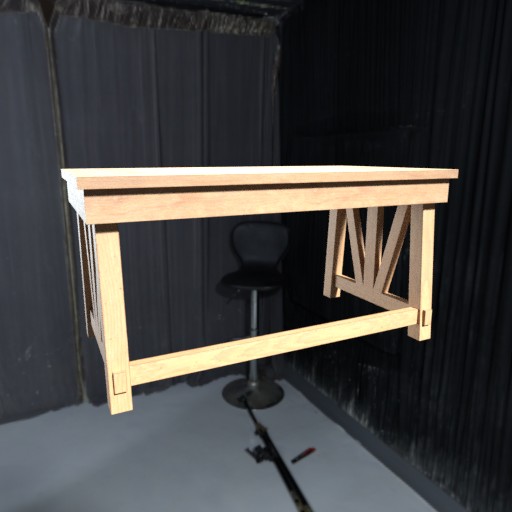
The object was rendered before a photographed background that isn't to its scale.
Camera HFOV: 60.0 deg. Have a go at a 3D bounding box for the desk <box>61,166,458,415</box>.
[{"bbox_3d":[0.000,0.000,1.984,1.499,0.762,0.813,-6,14,-25],"label":"desk"}]
